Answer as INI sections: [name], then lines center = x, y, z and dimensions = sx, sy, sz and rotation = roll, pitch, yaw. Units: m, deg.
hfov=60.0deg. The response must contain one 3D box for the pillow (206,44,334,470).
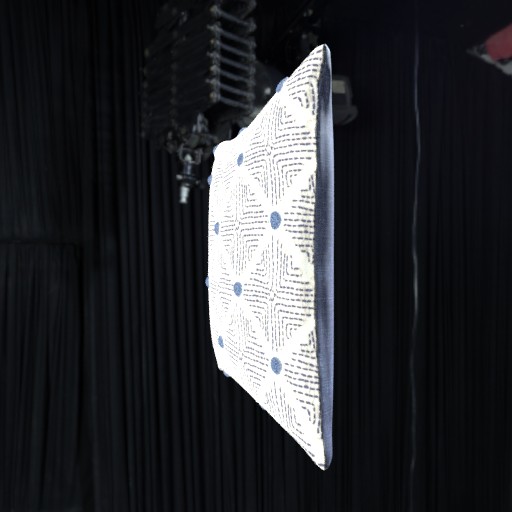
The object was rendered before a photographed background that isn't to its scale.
[pillow]
center = 0.000, 0.000, 0.765
dimensions = 0.145, 0.510, 0.510
rotation = 0, 0, -19
